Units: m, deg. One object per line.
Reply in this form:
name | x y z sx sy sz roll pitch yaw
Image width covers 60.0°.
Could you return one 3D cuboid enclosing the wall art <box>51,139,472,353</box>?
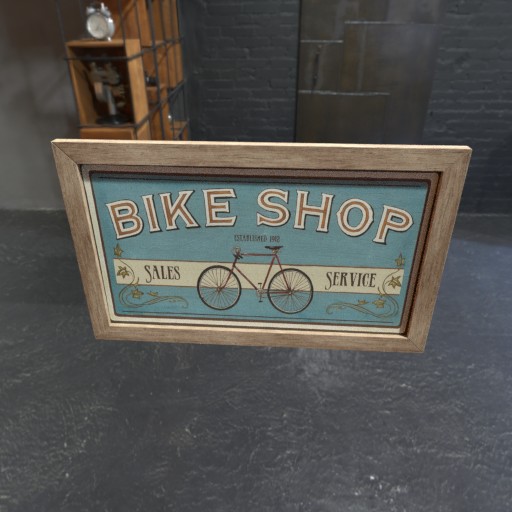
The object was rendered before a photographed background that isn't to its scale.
wall art | 0.000 0.000 0.944 0.780 0.480 0.021 2 29 3
